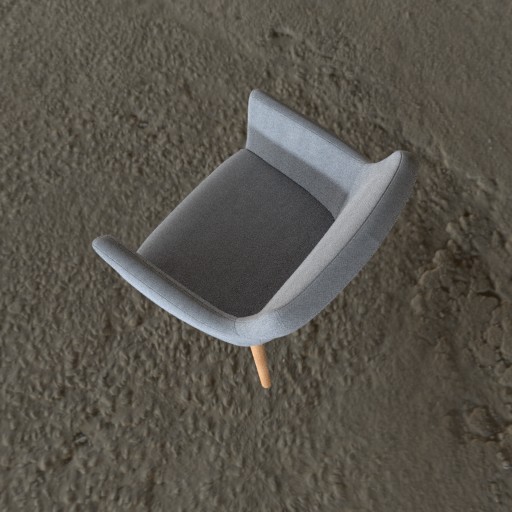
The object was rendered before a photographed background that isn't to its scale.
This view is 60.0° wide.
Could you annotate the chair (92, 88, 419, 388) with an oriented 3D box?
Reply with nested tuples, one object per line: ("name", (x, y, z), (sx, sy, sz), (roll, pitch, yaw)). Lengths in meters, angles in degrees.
("chair", (0.000, 0.000, 1.176), (0.540, 0.780, 0.570), (35, 69, 16))
